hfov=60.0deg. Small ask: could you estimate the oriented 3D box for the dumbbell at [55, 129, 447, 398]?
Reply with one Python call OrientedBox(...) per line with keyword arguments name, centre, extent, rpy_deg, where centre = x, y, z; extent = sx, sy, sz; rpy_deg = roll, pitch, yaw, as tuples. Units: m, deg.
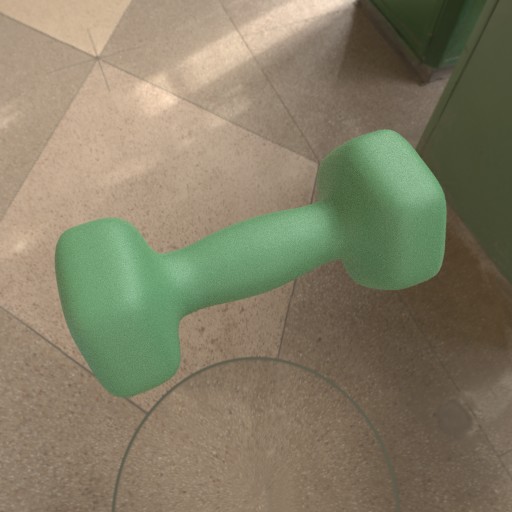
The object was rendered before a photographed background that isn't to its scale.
OrientedBox(name="dumbbell", centre=(0.000, 0.000, 0.317), extent=(0.257, 0.114, 0.126), rpy_deg=(-19, 63, -10))
